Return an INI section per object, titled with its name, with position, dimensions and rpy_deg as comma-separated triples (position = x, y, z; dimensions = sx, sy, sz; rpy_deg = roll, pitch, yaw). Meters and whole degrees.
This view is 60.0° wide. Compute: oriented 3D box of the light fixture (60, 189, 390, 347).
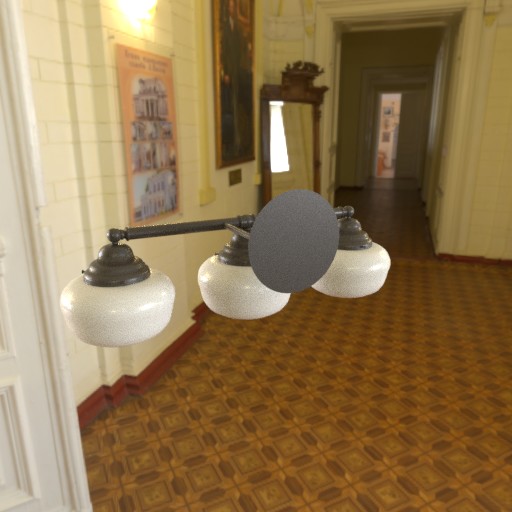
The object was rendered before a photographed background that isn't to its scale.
[light fixture]
position = 0.000, 0.000, 0.713
dimensions = 0.587, 0.242, 0.239
rpy_deg = -8, 18, -26
